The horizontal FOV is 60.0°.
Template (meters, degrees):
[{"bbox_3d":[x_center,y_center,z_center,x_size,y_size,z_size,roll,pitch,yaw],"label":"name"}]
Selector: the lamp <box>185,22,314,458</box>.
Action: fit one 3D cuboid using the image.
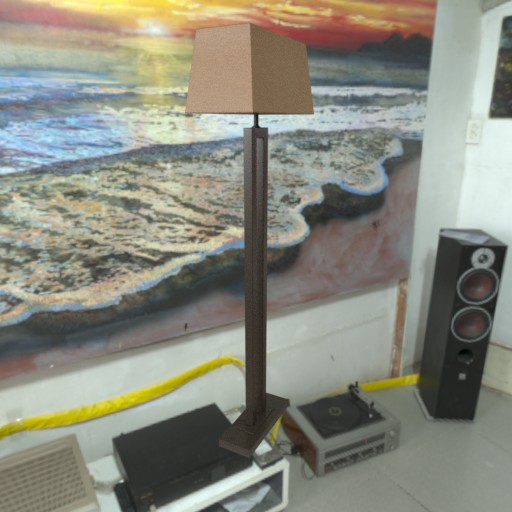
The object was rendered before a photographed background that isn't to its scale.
[{"bbox_3d":[0.000,0.000,1.627,0.233,1.469,0.475,9,19,27],"label":"lamp"}]
